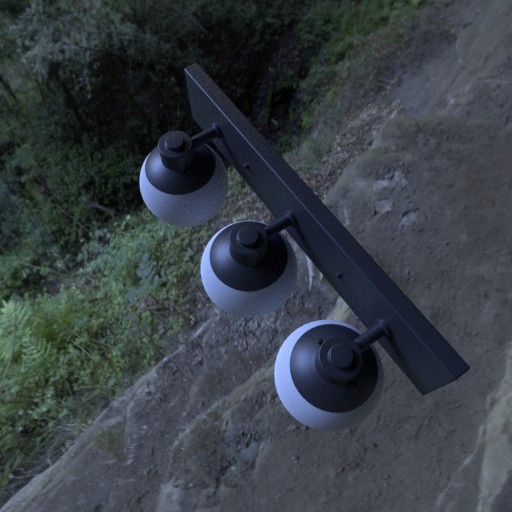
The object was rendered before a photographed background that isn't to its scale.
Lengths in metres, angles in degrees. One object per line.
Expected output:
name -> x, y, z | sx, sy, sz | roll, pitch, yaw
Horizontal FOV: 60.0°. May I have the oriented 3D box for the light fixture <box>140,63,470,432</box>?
light fixture -> 0.000, 0.000, 0.827 | 0.218, 0.263, 0.721 | -32, 68, -15
